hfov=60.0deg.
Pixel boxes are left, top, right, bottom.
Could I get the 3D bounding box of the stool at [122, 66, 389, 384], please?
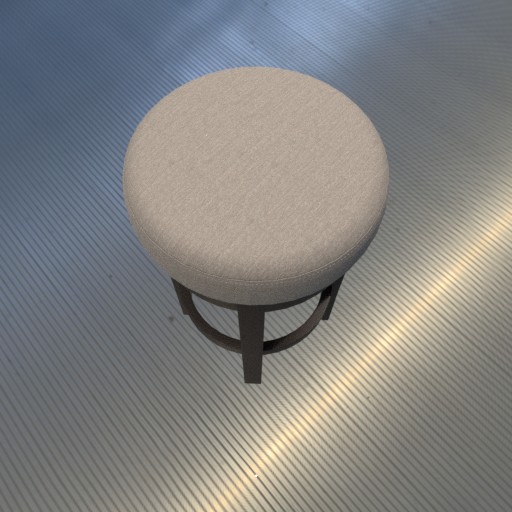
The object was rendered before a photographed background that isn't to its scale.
[{"bbox_3d":[0.000,0.000,1.026,0.443,0.757,0.443,0,64,0],"label":"stool"}]
